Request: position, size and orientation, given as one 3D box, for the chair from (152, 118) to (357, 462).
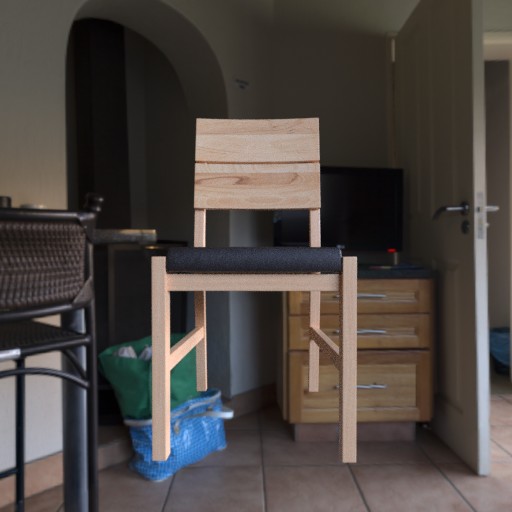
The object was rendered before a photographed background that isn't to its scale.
[{"bbox_3d":[0.000,0.000,1.295,0.475,0.950,0.560,0,1,1],"label":"chair"}]
